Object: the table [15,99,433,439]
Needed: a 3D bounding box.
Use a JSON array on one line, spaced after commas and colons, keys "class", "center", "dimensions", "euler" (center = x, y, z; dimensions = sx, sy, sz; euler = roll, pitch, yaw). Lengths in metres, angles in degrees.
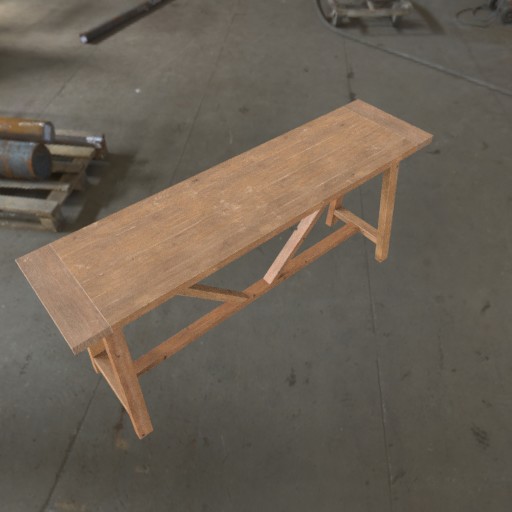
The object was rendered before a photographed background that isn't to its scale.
[{"class": "table", "center": [0.000, 0.000, 2.112], "dimensions": [1.800, 0.810, 0.465], "euler": [-31, 54, -26]}]
